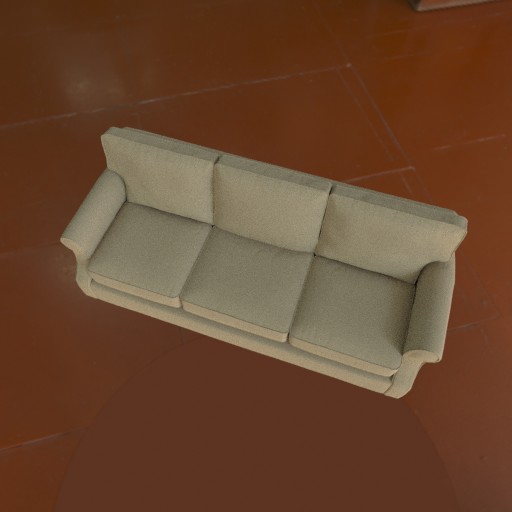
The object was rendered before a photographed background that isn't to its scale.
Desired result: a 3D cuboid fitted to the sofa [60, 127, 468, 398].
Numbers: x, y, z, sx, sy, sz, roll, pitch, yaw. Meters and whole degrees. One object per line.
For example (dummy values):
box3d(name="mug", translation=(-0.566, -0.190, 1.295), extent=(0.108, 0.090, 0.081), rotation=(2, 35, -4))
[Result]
box3d(name="sofa", translation=(0.000, 0.000, 2.810), extent=(2.354, 0.948, 0.966), rotation=(16, 60, 10))
